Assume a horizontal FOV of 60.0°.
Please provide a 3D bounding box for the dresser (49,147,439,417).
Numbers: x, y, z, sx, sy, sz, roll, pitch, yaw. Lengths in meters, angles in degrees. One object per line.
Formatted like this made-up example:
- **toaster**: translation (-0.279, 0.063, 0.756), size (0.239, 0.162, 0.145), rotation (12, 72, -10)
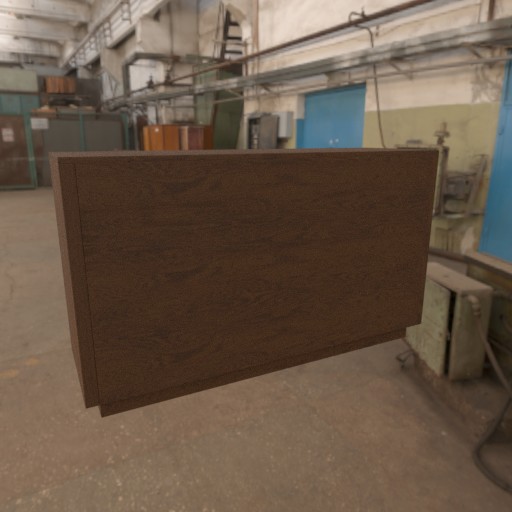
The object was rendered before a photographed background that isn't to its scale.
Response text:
- **dresser**: translation (0.000, 0.000, 1.923), size (1.523, 0.889, 0.512), rotation (-8, 17, -26)
